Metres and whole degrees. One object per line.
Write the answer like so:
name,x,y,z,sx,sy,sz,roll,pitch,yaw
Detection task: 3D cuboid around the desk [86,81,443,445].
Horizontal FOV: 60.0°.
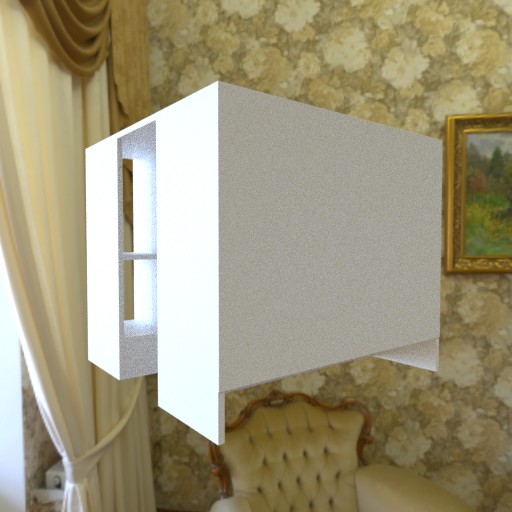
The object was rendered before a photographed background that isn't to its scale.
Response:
desk,0.000,0.000,1.645,0.940,0.818,0.926,-2,2,-38
